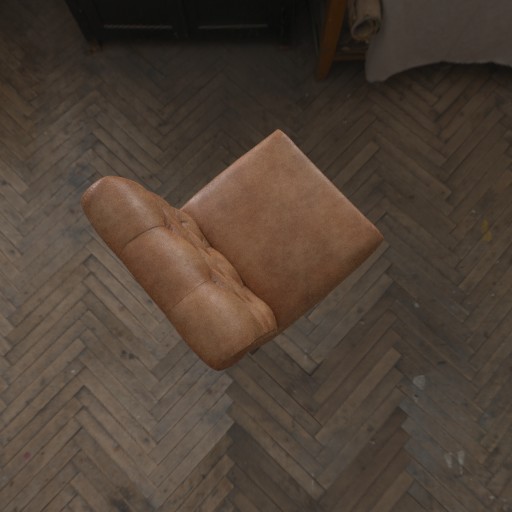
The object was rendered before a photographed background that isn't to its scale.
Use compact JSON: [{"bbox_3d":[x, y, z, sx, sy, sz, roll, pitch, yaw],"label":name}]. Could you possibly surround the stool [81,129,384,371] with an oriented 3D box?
[{"bbox_3d":[0.000,0.000,1.443,0.601,1.140,0.493,-40,80,-9],"label":"stool"}]
